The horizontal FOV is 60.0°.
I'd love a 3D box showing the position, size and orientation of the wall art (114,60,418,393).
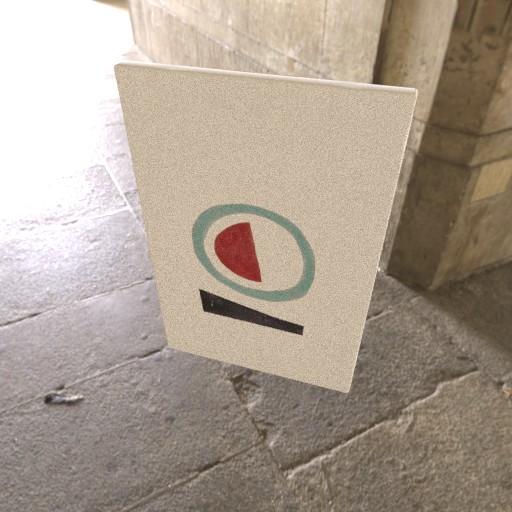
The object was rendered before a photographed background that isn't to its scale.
[{"bbox_3d":[0.000,0.000,1.142,0.602,0.902,0.048,11,41,13],"label":"wall art"}]
